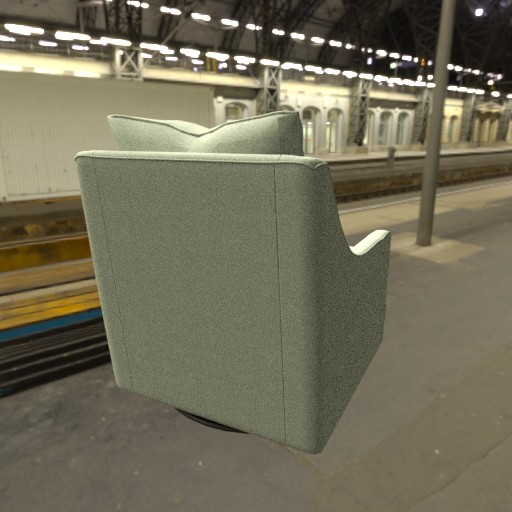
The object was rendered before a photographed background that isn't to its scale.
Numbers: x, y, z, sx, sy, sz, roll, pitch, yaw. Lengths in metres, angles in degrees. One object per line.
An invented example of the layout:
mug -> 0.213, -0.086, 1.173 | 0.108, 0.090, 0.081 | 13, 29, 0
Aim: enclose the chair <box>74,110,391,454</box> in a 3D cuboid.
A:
chair -> 0.000, 0.000, 1.546 | 0.760, 0.926, 0.870 | 8, 17, 26
